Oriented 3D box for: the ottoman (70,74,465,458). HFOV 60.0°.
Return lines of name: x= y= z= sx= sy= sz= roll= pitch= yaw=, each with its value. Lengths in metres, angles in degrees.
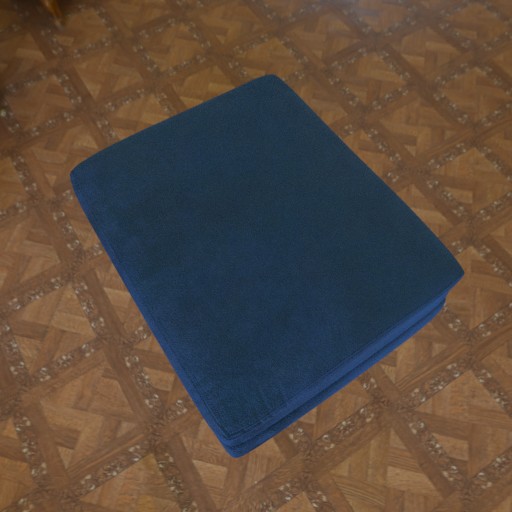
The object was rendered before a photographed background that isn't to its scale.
ottoman: x=0.000 y=0.000 z=1.192 sx=0.655 sy=0.485 sz=0.794 roll=-31 pitch=67 yaw=-15
